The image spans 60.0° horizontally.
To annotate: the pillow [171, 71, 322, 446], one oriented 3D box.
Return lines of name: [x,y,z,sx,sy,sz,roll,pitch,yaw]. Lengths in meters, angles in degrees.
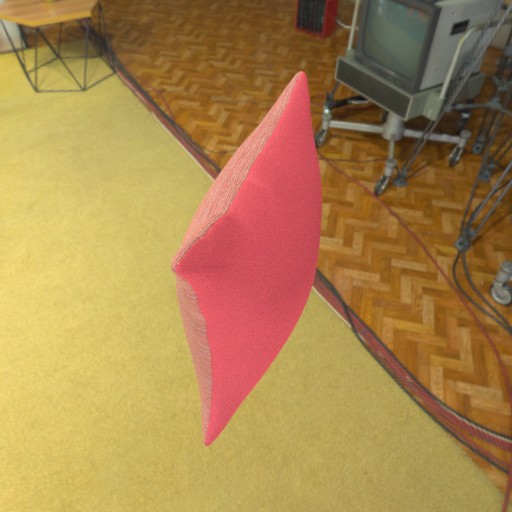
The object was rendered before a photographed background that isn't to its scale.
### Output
pillow: [0.000,0.000,0.838,0.229,0.501,0.559,14,48,13]
